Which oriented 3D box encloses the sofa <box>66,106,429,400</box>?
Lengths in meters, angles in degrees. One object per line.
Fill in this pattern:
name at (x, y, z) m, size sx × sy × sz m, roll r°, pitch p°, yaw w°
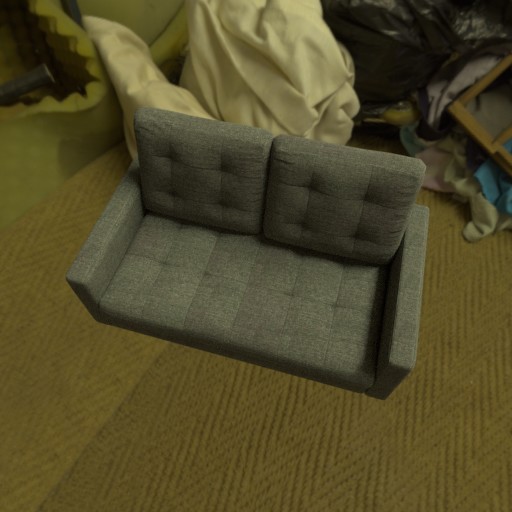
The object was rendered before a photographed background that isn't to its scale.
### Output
sofa at (0.000, 0.000, 1.983) m, size 1.407 × 0.907 × 0.842 m, roll 13°, pitch 58°, yaw 8°
